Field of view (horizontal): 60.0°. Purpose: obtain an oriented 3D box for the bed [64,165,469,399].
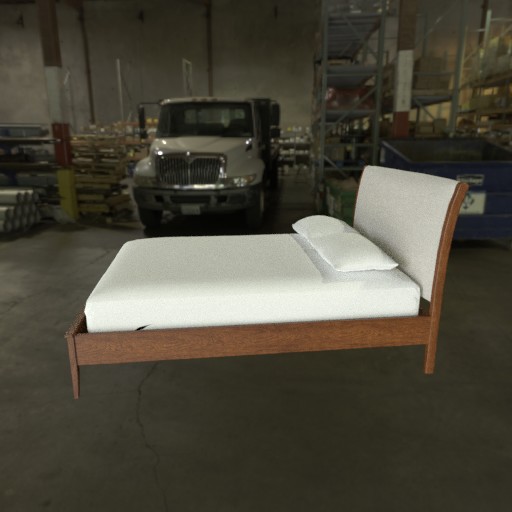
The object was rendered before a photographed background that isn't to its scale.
[{"bbox_3d":[0.000,0.000,3.357,2.380,1.250,1.612,-2,15,-7],"label":"bed"}]
